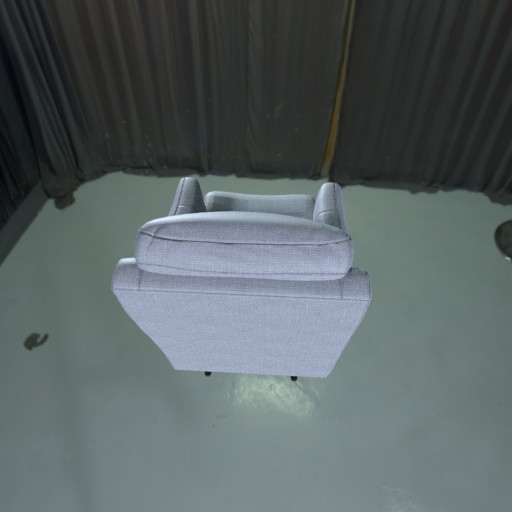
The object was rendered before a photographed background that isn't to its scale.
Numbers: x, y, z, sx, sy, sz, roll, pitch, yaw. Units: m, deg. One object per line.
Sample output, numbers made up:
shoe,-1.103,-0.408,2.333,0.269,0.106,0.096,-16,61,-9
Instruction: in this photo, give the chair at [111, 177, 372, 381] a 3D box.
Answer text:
chair,0.000,0.000,1.809,0.829,1.030,1.080,3,46,2
